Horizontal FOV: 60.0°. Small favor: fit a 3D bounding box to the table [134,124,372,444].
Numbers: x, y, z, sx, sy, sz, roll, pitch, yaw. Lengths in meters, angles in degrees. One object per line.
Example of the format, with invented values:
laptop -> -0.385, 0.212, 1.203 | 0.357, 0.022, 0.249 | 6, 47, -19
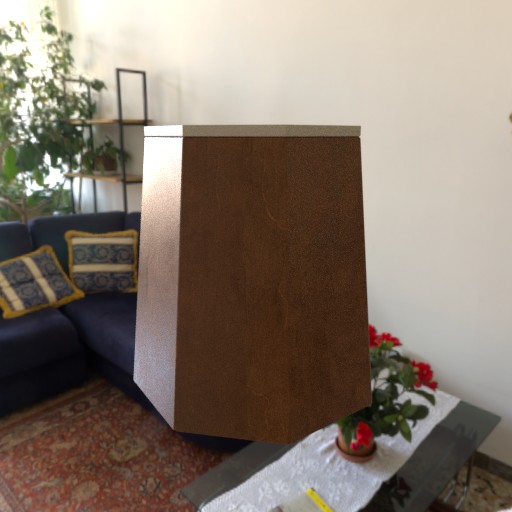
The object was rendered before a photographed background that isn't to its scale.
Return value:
table -> 0.000, 0.000, 0.817 | 0.439, 0.457, 0.439 | 2, 15, 8
